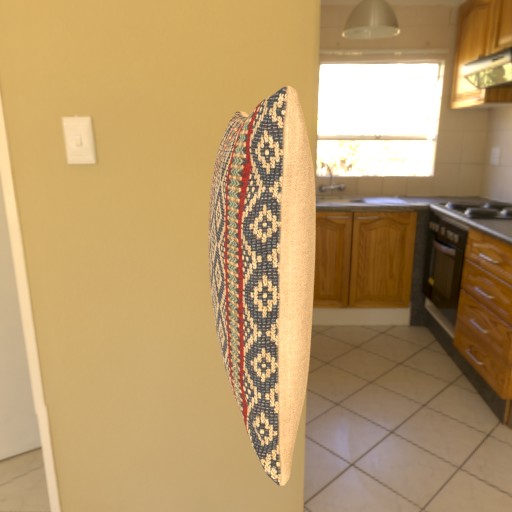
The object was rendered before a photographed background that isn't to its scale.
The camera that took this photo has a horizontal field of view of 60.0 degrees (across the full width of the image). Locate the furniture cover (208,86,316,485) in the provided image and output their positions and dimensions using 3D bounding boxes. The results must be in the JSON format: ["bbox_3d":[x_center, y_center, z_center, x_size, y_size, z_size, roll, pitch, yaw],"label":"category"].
[{"bbox_3d":[0.000,0.000,0.656,0.139,0.431,0.431,-2,15,-8],"label":"furniture cover"}]
